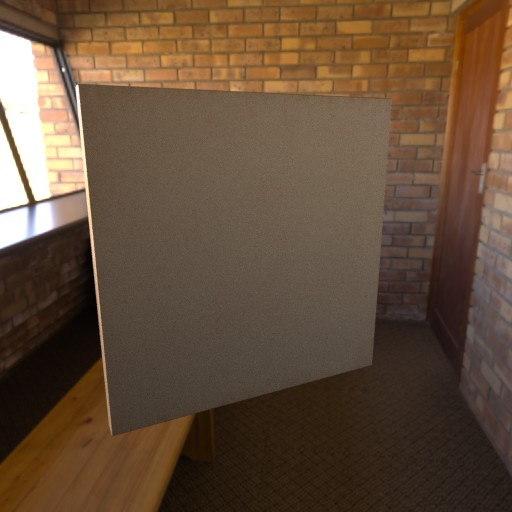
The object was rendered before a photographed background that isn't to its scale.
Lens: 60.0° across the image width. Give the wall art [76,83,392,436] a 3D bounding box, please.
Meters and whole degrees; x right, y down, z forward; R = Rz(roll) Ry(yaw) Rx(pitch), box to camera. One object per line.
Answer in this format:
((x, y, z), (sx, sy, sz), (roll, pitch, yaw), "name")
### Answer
((0.000, 0.000, 0.731), (0.503, 0.506, 0.030), (-7, 17, -25), "wall art")
